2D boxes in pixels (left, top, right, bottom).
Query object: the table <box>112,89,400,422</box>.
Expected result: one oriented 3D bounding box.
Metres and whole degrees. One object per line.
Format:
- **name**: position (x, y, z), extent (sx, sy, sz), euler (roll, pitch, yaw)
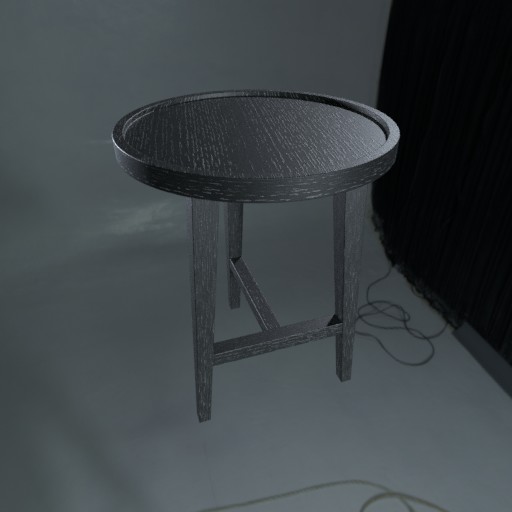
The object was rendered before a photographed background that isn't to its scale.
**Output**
- **table**: position (0.000, 0.000, 0.762), extent (0.399, 0.460, 0.399), euler (0, 33, 0)
